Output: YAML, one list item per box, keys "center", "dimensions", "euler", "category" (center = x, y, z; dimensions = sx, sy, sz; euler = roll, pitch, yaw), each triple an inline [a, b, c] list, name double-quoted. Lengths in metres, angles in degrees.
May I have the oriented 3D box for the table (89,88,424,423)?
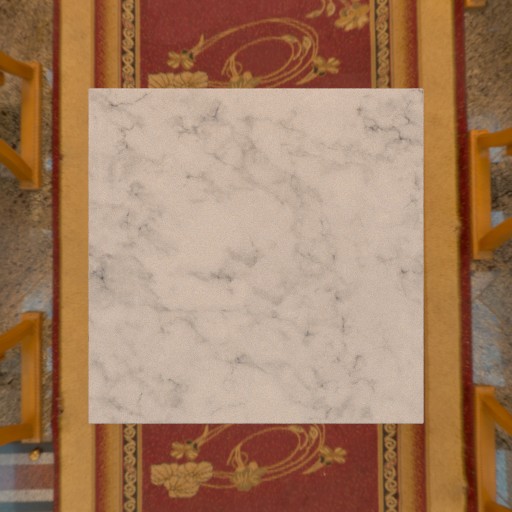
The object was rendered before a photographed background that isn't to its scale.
- center: [0.000, 0.000, 0.844]
  dimensions: [0.450, 0.500, 0.450]
  euler: [0, 90, 0]
  category: "table"
